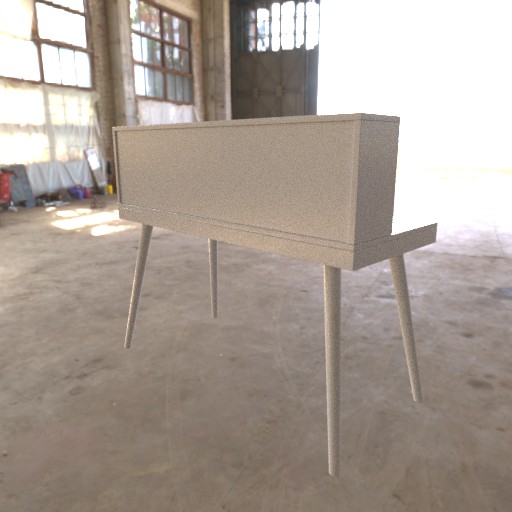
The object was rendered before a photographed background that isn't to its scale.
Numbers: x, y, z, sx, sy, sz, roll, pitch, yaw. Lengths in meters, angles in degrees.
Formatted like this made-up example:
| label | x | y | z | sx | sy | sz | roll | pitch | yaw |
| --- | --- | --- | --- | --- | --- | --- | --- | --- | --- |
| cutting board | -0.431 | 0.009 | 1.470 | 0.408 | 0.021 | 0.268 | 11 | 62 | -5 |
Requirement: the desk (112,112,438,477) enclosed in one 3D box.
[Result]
| label | x | y | z | sx | sy | sz | roll | pitch | yaw |
| --- | --- | --- | --- | --- | --- | --- | --- | --- | --- |
| desk | 0.000 | 0.000 | 1.736 | 1.199 | 0.990 | 0.559 | 14 | 19 | 43 |
